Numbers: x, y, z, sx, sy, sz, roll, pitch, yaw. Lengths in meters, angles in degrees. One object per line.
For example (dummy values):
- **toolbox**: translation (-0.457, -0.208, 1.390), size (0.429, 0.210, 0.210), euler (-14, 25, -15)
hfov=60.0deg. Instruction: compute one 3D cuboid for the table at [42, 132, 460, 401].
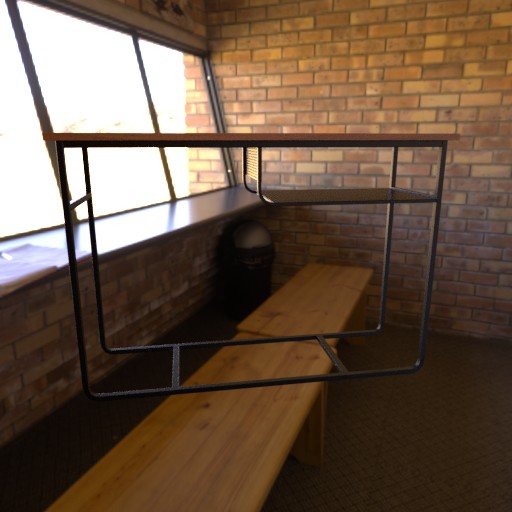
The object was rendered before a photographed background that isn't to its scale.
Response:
- **table**: translation (0.000, 0.000, 1.413), size (1.100, 0.750, 0.350), euler (-2, 15, -9)
